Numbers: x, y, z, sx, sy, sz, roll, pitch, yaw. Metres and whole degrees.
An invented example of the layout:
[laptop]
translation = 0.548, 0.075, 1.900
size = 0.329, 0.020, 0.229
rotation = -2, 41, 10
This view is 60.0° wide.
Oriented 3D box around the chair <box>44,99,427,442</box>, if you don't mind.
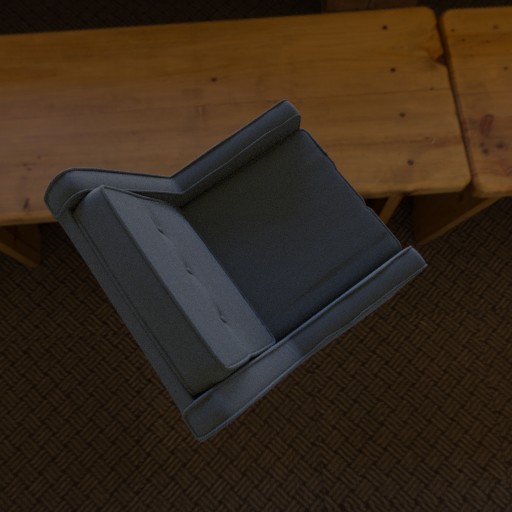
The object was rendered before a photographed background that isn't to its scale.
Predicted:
[chair]
translation = 0.000, 0.000, 1.308
size = 0.733, 0.780, 0.663
rotation = -35, 78, -9
